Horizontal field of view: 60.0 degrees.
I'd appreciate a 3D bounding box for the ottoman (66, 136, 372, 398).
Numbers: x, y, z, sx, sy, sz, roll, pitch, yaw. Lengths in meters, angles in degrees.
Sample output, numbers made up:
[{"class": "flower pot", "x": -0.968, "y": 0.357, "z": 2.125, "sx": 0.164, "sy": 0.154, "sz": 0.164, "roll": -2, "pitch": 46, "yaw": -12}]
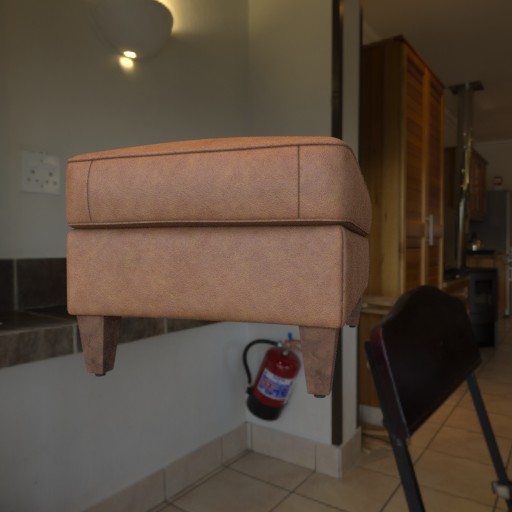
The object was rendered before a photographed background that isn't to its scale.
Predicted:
[{"class": "ottoman", "x": 0.000, "y": 0.000, "z": 1.189, "sx": 0.584, "sy": 0.483, "sz": 0.864, "roll": 0, "pitch": 1, "yaw": 17}]
